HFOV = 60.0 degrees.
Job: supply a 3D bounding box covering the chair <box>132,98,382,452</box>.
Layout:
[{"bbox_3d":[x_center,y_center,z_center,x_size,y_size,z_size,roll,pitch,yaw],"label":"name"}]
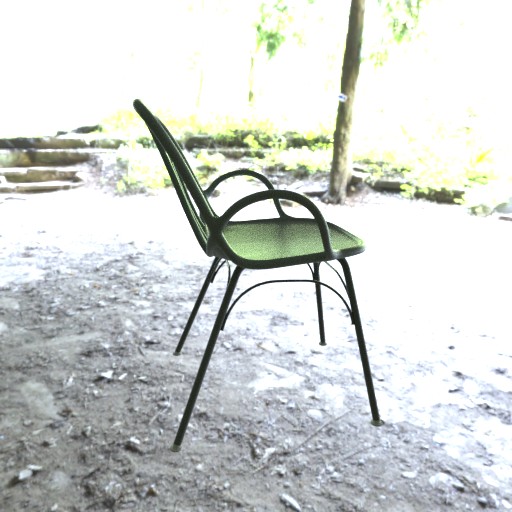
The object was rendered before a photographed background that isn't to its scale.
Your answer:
[{"bbox_3d":[0.000,0.000,1.233,0.597,0.816,0.549,-3,16,-9],"label":"chair"}]
